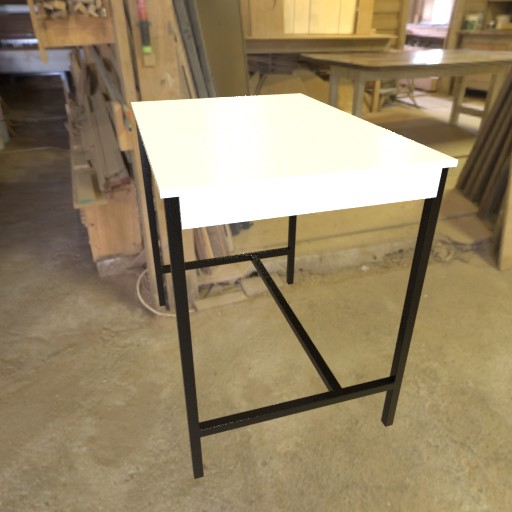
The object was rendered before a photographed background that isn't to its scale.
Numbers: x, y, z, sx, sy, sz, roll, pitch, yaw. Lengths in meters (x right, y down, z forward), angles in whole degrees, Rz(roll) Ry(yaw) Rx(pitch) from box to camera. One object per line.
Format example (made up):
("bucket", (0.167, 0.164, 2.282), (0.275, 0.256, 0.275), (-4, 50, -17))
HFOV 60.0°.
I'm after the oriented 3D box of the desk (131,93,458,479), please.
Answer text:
("desk", (0.000, 0.000, 1.312), (0.573, 0.766, 0.811), (-8, 30, -15))
